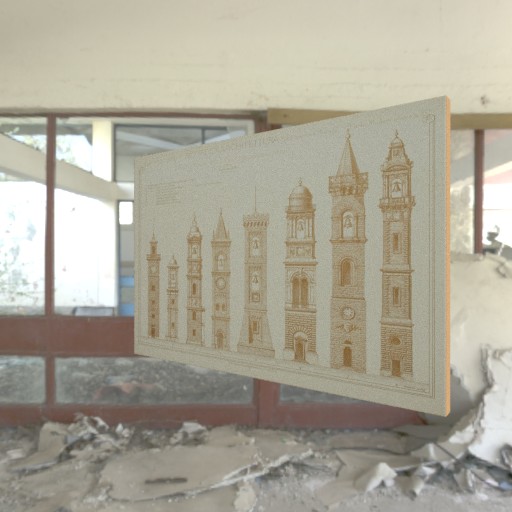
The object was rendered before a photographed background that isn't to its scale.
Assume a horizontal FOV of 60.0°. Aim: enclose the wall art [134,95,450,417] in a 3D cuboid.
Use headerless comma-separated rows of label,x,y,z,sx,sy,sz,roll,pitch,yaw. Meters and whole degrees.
wall art,0.000,0.000,1.121,0.915,0.608,0.033,0,0,36
